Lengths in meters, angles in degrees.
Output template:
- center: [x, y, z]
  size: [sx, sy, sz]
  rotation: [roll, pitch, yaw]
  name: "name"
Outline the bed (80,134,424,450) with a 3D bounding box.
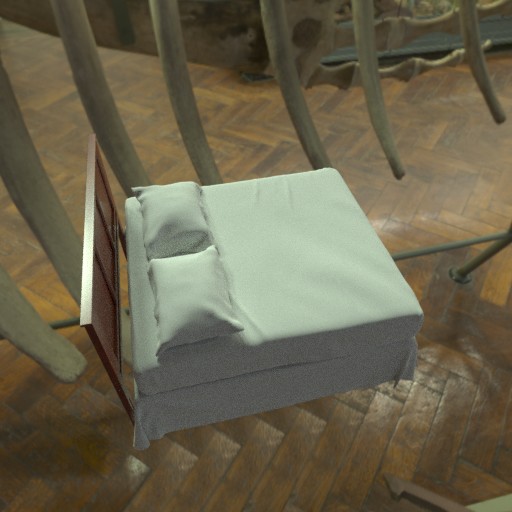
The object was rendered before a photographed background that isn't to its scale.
- center: [0.000, 0.000, 3.176]
  size: [2.050, 1.270, 1.870]
  rotation: [-10, 47, -9]
  name: "bed"
